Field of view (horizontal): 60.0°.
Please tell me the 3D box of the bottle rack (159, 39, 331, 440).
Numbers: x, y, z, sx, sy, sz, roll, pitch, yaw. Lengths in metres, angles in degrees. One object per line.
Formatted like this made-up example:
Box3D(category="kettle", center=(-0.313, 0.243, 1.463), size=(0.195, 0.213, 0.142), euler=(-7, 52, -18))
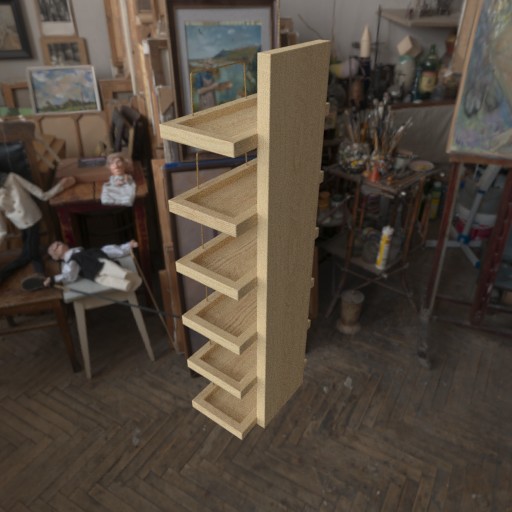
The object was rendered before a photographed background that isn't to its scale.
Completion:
Box3D(category="bottle rack", center=(0.000, 0.000, 1.076), size=(0.206, 0.943, 0.330), euler=(22, 39, 30))
